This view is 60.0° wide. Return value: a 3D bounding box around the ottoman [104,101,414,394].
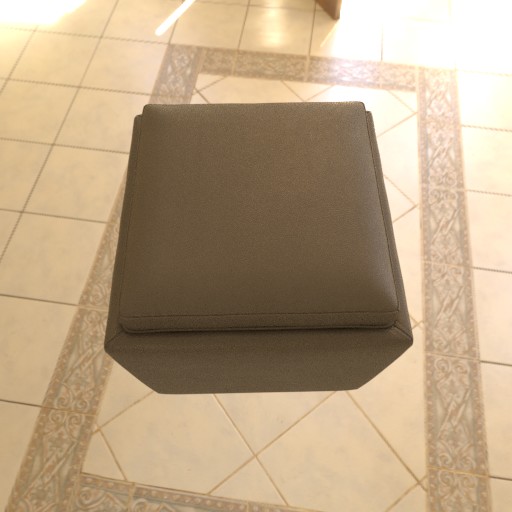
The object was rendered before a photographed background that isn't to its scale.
[{"bbox_3d":[0.000,0.000,0.849,0.450,0.460,0.451,-1,63,-1],"label":"ottoman"}]
